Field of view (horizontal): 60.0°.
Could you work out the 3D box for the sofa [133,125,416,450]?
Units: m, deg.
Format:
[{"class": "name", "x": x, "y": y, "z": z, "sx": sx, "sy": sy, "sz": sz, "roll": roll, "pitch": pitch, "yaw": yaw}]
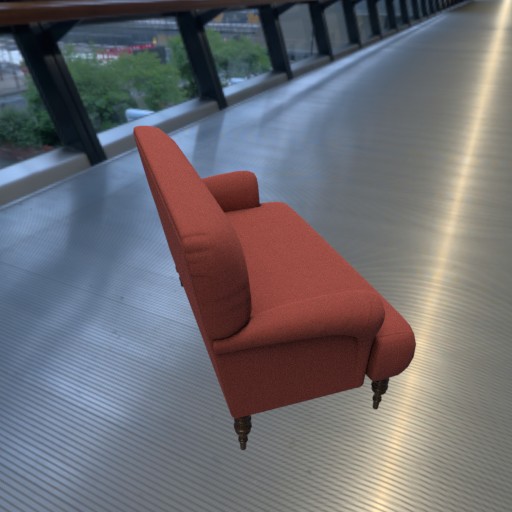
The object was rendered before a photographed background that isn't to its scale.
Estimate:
[{"class": "sofa", "x": 0.000, "y": 0.000, "z": 1.850, "sx": 0.779, "sy": 0.889, "sz": 1.297, "roll": -10, "pitch": 32, "yaw": -17}]
